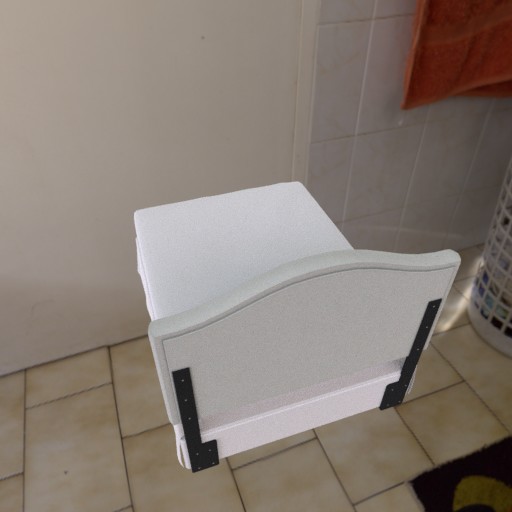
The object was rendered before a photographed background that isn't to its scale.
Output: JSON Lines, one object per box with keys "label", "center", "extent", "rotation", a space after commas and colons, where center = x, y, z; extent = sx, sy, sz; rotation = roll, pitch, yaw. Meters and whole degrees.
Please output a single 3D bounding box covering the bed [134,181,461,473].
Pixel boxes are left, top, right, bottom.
{"label": "bed", "center": [0.000, 0.000, 3.415], "extent": [1.813, 1.607, 2.180], "rotation": [-12, 42, -14]}
